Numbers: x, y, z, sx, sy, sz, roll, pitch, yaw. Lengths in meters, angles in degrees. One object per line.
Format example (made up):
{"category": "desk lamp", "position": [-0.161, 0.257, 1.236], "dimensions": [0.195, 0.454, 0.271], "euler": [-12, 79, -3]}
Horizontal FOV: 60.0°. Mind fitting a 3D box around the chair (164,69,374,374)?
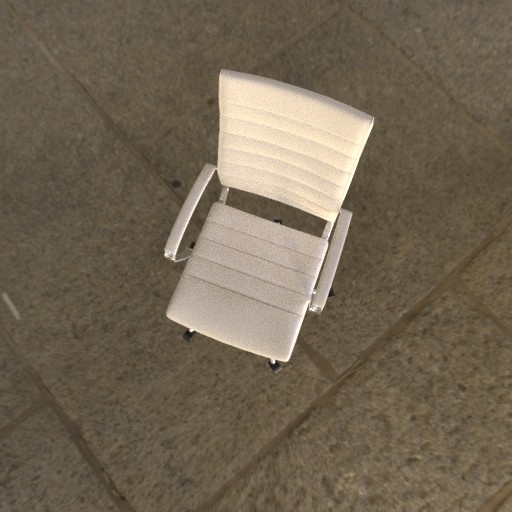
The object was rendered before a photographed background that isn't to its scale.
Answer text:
{"category": "chair", "position": [0.000, 0.000, 1.663], "dimensions": [0.766, 1.149, 0.739], "euler": [20, 75, 5]}
